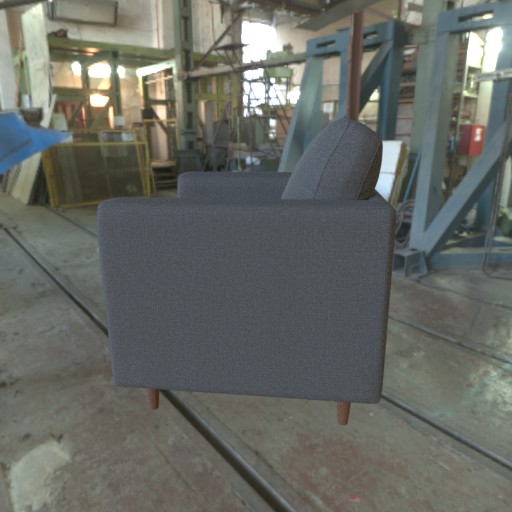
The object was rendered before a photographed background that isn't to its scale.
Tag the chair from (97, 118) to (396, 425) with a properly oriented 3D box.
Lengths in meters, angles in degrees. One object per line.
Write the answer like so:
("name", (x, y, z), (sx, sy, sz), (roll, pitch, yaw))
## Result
("chair", (0.000, 0.000, 1.564), (0.800, 0.927, 0.854), (2, 16, 7))
